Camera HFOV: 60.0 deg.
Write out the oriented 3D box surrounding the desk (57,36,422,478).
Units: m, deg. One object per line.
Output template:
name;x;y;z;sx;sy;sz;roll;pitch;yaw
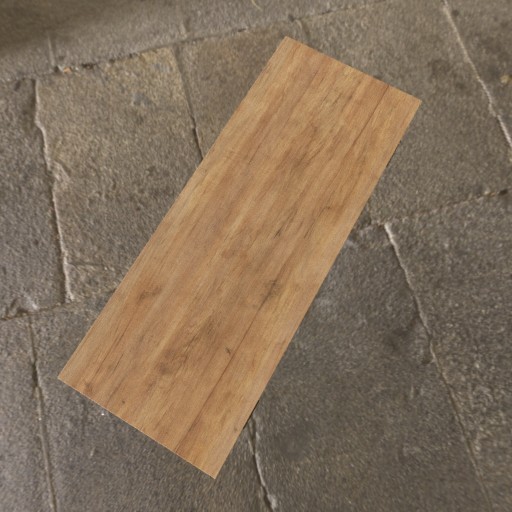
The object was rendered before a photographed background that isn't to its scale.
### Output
desk;0.000;0.000;1.926;0.600;0.760;1.520;29;77;8
